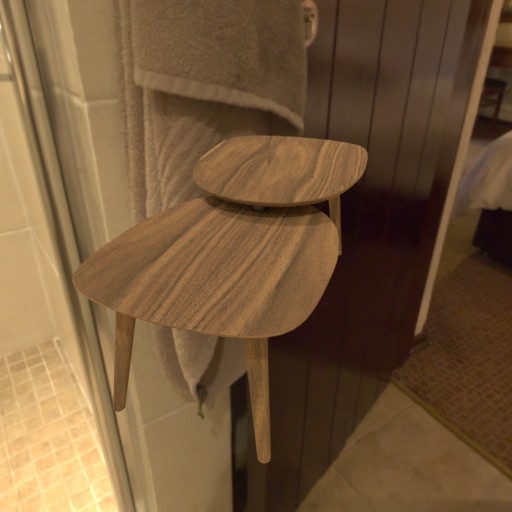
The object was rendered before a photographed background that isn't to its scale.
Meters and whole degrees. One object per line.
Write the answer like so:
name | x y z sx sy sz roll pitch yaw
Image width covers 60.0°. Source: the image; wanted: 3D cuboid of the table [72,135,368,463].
table | 0.000 0.000 1.301 0.527 0.429 1.084 10 31 16
